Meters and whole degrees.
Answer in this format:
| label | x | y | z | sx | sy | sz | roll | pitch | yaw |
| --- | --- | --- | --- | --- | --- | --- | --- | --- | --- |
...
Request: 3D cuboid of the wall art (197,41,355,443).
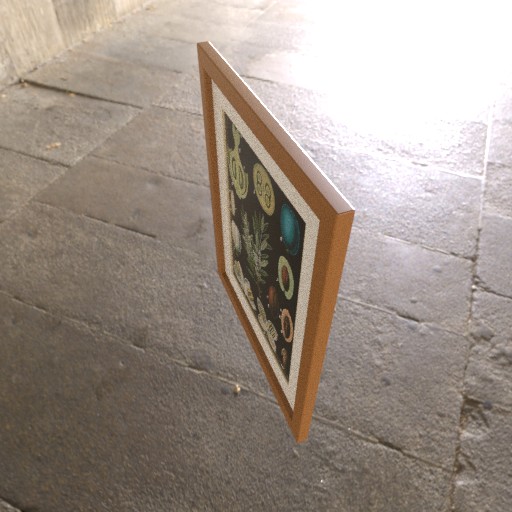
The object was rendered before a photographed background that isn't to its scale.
| label | x | y | z | sx | sy | sz | roll | pitch | yaw |
| --- | --- | --- | --- | --- | --- | --- | --- | --- | --- |
| wall art | 0.000 | 0.000 | 0.758 | 0.021 | 0.550 | 0.449 | -16 | 48 | -15 |
